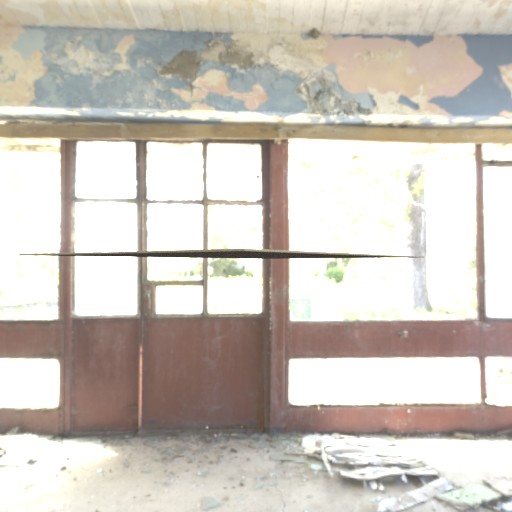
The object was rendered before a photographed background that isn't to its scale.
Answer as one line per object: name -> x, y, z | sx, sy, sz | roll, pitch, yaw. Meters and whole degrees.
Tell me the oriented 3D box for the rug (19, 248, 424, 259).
rug -> 0.000, 0.000, 2.310 | 1.220, 0.007, 1.828 | -1, -1, 36
